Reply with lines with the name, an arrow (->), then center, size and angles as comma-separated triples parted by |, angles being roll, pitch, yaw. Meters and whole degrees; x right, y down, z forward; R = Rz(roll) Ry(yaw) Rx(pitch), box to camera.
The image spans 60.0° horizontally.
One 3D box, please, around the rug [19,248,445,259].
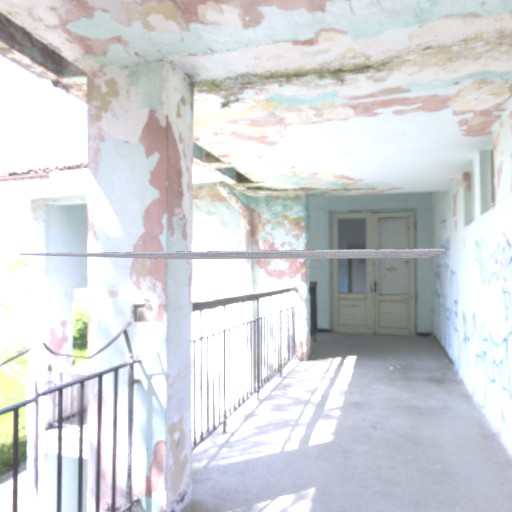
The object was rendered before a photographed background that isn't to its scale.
rug -> 0.000, 0.000, 4.070 | 3.040, 0.014, 2.423 | 0, -1, 18
